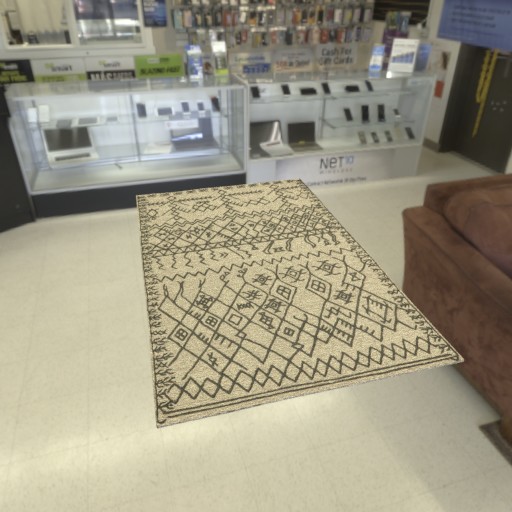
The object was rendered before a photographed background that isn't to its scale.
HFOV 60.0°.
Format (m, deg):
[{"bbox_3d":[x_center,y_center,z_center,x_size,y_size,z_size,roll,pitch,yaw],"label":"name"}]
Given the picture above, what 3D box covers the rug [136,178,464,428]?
[{"bbox_3d":[0.000,0.000,3.059,1.530,0.012,2.444,-8,33,-13],"label":"rug"}]
